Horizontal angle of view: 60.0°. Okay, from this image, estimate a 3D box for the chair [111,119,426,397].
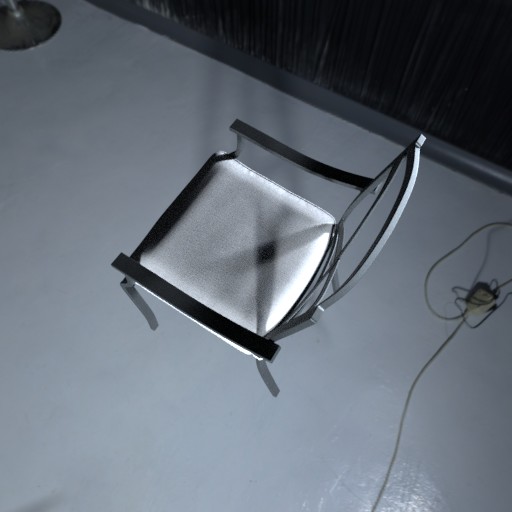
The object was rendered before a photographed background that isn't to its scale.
[{"bbox_3d":[0.000,0.000,1.309,0.620,0.889,0.575,29,67,14],"label":"chair"}]
